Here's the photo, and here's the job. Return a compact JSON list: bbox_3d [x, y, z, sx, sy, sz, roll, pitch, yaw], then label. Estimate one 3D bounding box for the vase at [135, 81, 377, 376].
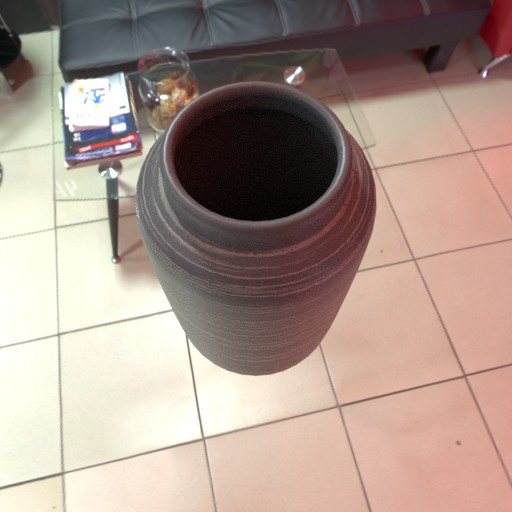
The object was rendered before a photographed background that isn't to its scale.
[{"bbox_3d":[0.000,0.000,0.684,0.297,0.499,0.297,0,63,0],"label":"vase"}]
